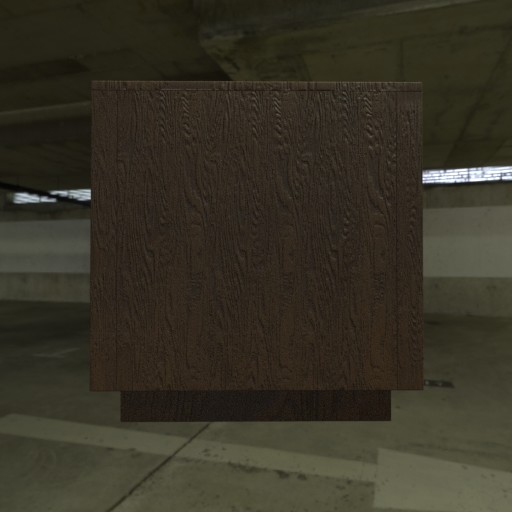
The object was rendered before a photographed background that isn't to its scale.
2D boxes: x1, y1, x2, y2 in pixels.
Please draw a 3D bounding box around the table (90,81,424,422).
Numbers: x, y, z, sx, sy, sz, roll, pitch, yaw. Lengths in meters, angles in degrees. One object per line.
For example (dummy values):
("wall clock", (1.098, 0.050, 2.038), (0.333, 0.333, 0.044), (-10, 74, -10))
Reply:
("table", (0.000, 0.000, 0.964), (0.560, 0.585, 0.439), (0, -1, -1))
